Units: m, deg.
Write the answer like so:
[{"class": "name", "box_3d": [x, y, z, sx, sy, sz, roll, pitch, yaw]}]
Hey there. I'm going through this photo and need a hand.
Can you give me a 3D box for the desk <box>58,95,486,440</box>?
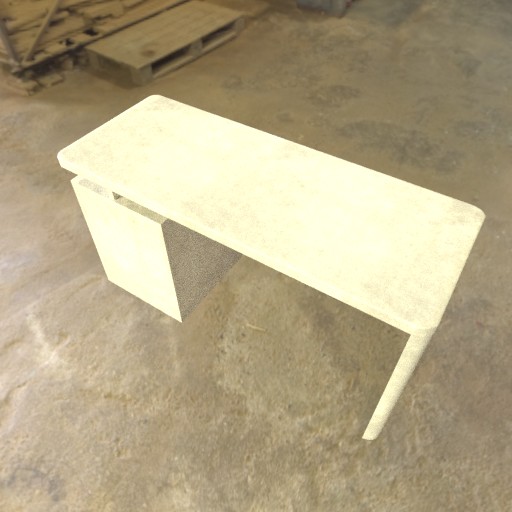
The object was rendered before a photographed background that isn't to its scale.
[{"class": "desk", "box_3d": [0.000, 0.000, 1.781, 1.400, 0.755, 0.550, 25, 52, 21]}]
